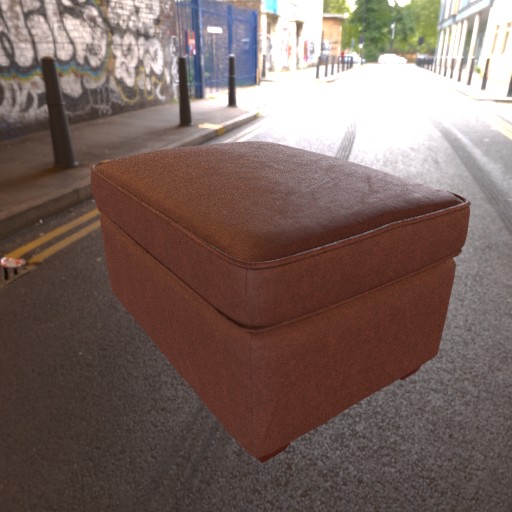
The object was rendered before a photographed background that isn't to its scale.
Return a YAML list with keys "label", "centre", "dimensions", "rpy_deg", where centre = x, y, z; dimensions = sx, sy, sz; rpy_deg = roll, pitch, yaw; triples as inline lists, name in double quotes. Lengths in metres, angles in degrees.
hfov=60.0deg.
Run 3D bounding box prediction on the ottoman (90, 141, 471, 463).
- label: "ottoman"
  centre: [0.000, 0.000, 1.053]
  dimensions: [0.548, 0.449, 0.749]
  rpy_deg: [-16, 29, -31]
